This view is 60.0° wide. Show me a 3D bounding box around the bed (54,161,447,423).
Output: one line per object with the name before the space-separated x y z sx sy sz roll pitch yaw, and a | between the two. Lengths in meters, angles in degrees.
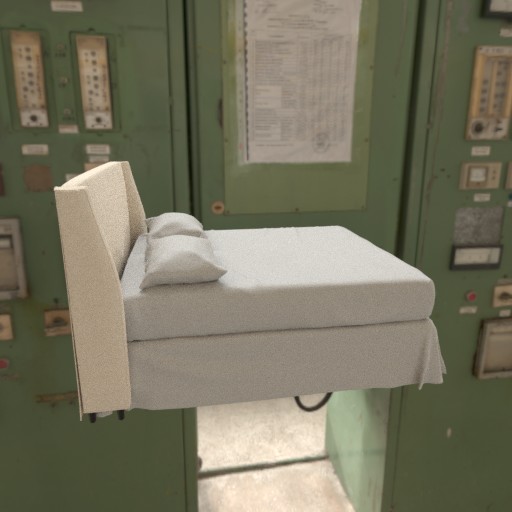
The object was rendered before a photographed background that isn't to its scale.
bed | 0.000 0.000 3.333 2.276 1.332 1.925 -3 16 -9
